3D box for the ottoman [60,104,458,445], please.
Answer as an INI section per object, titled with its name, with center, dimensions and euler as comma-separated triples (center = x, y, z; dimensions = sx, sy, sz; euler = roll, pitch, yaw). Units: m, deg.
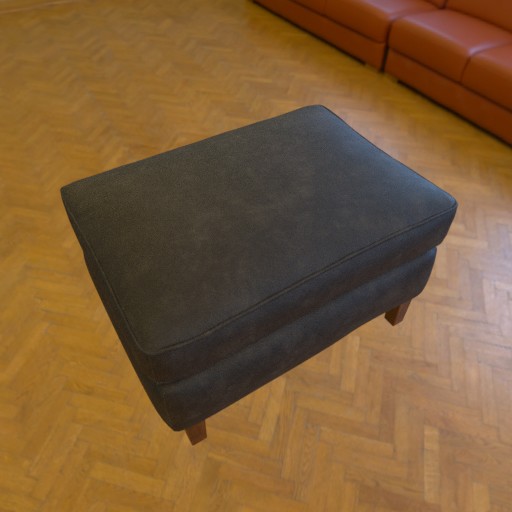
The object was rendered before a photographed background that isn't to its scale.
[ottoman]
center = 0.000, 0.000, 0.986
dimensions = 0.665, 0.413, 0.501
euler = -24, 52, -21
